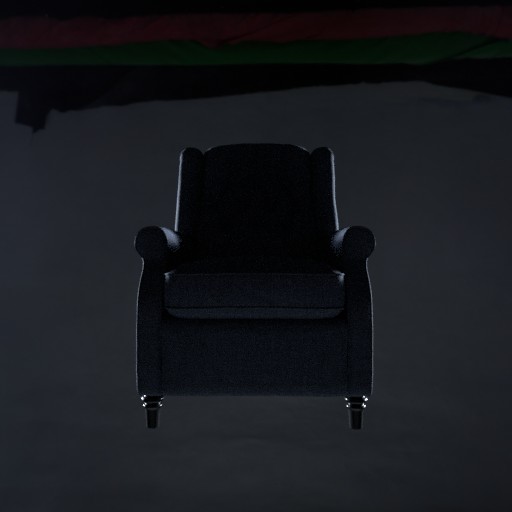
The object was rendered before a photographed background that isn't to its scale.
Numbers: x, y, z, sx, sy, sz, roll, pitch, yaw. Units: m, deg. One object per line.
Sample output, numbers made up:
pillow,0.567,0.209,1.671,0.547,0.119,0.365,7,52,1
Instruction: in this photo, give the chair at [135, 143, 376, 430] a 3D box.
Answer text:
chair,0.000,0.000,1.683,0.742,1.035,0.898,0,0,1
